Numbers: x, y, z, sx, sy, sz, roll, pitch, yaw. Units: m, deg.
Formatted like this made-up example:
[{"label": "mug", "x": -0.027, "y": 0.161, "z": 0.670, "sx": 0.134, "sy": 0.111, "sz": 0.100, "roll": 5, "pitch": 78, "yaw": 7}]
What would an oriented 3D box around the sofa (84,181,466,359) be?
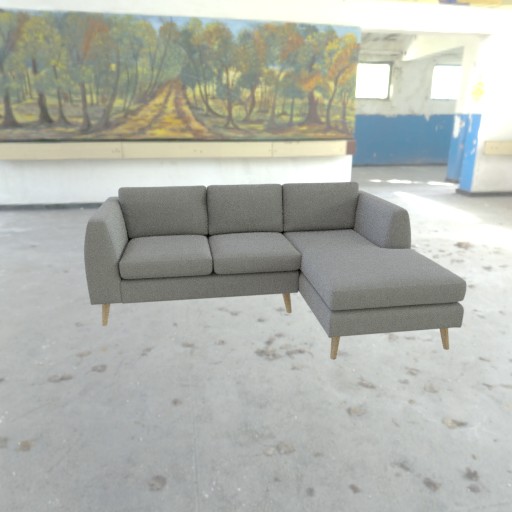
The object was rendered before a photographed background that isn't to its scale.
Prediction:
[{"label": "sofa", "x": 0.000, "y": 0.000, "z": 3.166, "sx": 2.300, "sy": 0.860, "sz": 1.580, "roll": -3, "pitch": 18, "yaw": -9}]
